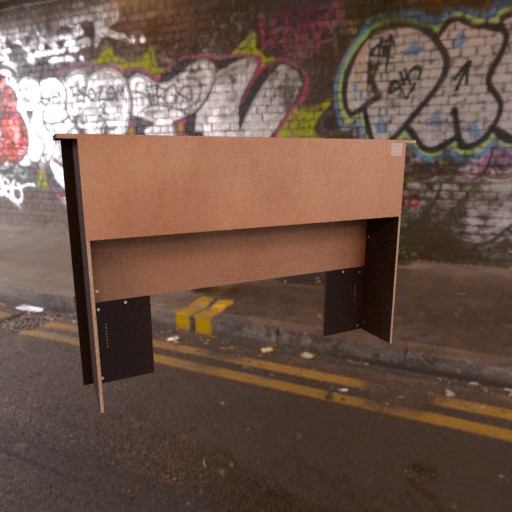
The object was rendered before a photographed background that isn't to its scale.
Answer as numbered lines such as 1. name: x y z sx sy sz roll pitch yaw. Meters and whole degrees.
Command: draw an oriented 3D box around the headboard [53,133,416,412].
1. headboard: 0.000 0.000 2.128 1.671 1.092 0.279 -6 14 -25
